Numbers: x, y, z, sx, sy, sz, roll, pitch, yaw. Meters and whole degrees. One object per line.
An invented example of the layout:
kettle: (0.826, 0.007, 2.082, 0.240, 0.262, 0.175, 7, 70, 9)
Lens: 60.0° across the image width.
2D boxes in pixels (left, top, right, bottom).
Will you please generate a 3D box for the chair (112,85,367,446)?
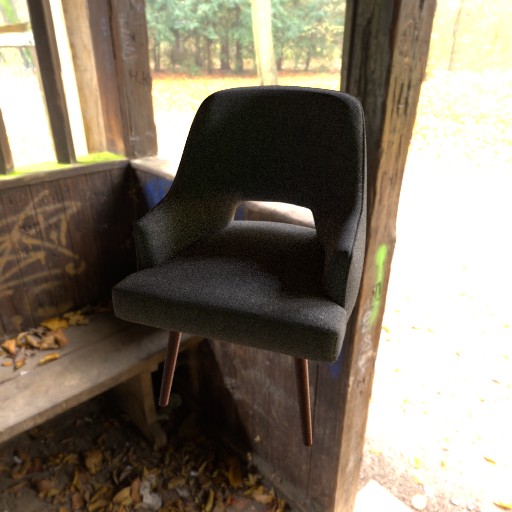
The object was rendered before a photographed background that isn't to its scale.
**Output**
chair: (0.000, 0.000, 1.284, 0.608, 0.875, 0.629, 9, 27, 17)
